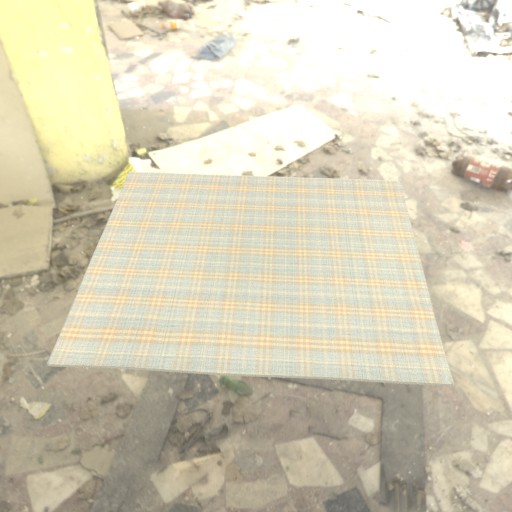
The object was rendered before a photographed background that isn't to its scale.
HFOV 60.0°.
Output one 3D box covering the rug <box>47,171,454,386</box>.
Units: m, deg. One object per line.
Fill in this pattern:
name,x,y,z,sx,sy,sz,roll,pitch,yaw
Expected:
rug,0.000,0.000,4.151,3.066,0.030,2.462,2,47,2
